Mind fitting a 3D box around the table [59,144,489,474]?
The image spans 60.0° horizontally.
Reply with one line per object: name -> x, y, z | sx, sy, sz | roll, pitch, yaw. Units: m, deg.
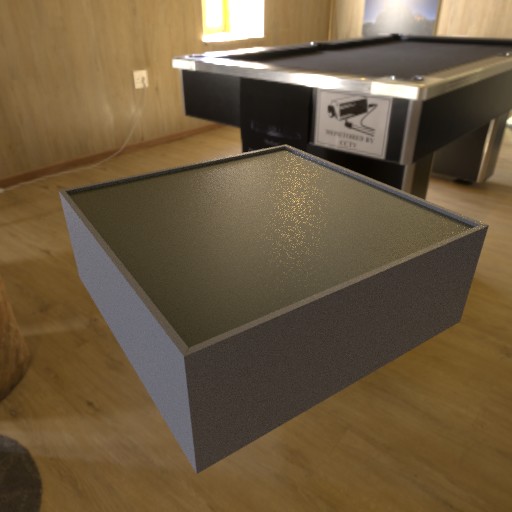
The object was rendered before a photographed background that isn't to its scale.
table -> 0.000, 0.000, 1.228 | 0.801, 0.299, 0.801 | -19, 35, -29
